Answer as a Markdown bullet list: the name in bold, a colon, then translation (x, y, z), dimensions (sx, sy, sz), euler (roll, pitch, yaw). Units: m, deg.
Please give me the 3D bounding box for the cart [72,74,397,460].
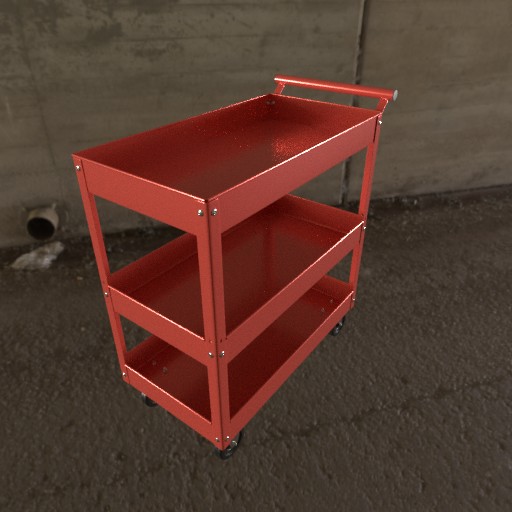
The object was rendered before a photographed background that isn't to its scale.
- **cart**: translation (0.000, 0.000, 1.184), dimensions (0.366, 0.780, 0.719), euler (22, 38, 31)
